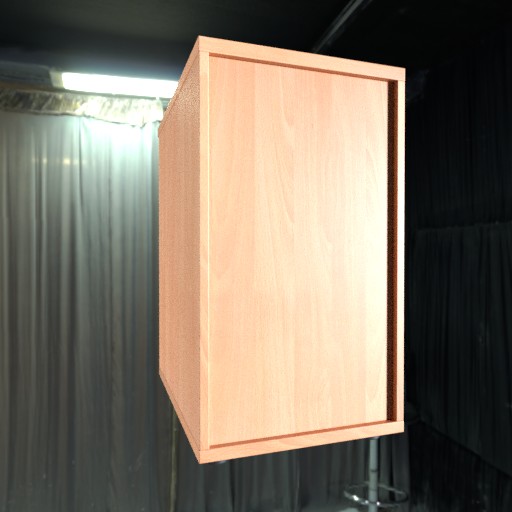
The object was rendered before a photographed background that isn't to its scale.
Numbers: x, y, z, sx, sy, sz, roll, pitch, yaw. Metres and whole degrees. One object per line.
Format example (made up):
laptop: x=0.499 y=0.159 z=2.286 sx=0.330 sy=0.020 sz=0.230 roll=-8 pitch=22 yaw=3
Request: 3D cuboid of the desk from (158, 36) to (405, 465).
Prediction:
desk: x=0.000 y=0.000 z=1.079 sx=0.404 sy=0.730 sz=0.600 roll=0 pitch=1 yaw=-19
